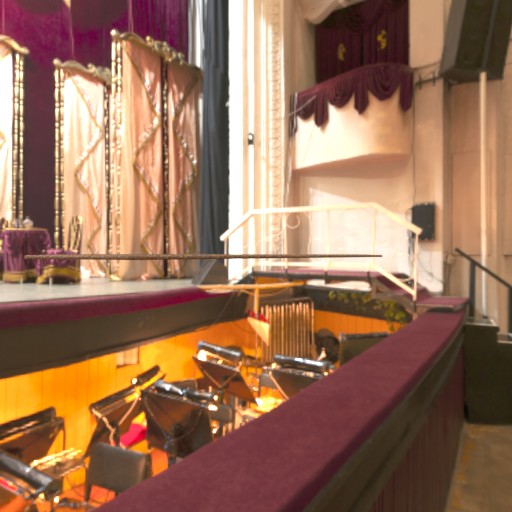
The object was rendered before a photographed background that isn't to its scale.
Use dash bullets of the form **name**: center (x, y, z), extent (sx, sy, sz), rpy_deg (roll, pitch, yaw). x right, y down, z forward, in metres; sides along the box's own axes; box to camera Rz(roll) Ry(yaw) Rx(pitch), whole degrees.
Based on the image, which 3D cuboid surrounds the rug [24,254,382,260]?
- **rug**: center (0.000, 0.000, 2.520), extent (0.659, 0.019, 2.297), rpy_deg (0, 0, 36)
